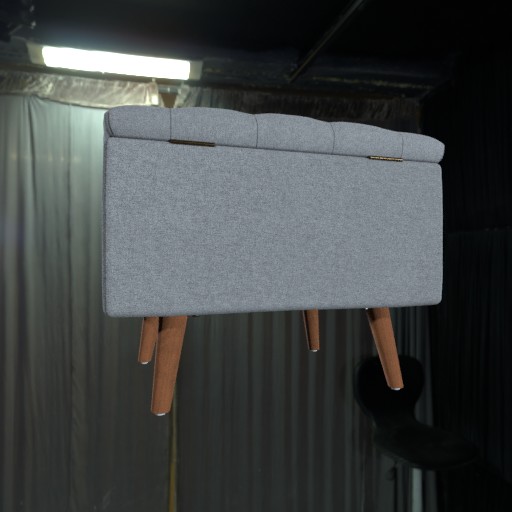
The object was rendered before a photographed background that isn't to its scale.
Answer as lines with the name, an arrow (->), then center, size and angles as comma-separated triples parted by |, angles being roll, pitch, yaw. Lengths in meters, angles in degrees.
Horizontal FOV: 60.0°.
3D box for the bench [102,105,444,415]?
bench -> 0.000, 0.000, 0.880 | 0.572, 0.469, 0.417 | 0, 0, -18
